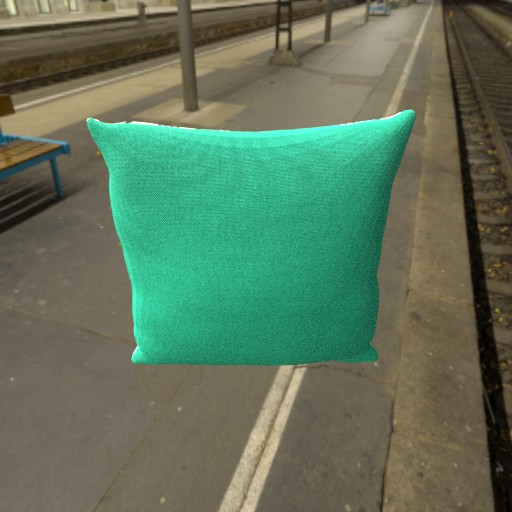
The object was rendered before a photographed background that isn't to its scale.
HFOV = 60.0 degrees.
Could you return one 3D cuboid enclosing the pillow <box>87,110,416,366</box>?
[{"bbox_3d":[0.000,0.000,0.689,0.440,0.441,0.182,-1,31,-2],"label":"pillow"}]
